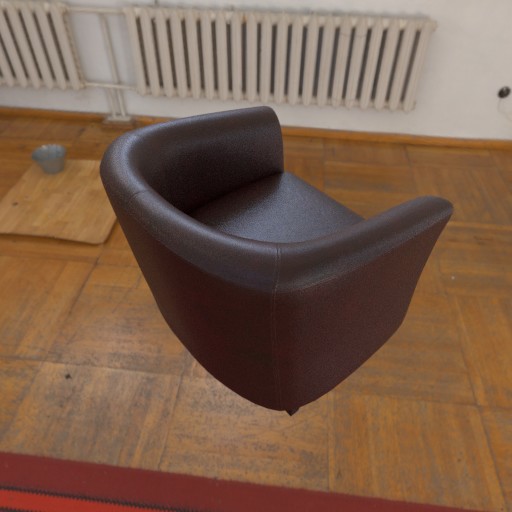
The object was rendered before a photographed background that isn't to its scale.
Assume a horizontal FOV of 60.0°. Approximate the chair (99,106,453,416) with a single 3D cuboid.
[{"bbox_3d":[0.000,0.000,1.366,0.727,0.756,0.792,-29,50,-27],"label":"chair"}]
